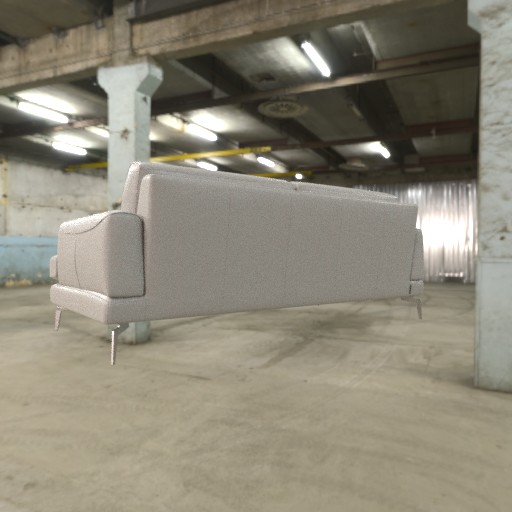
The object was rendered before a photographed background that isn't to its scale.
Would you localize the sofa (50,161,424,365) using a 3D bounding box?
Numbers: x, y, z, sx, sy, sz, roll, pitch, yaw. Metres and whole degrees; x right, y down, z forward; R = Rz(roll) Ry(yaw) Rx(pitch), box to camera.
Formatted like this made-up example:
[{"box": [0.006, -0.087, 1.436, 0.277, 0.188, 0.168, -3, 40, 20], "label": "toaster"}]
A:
[{"box": [0.000, 0.000, 2.450, 1.940, 0.765, 0.974, 0, 0, -36], "label": "sofa"}]
